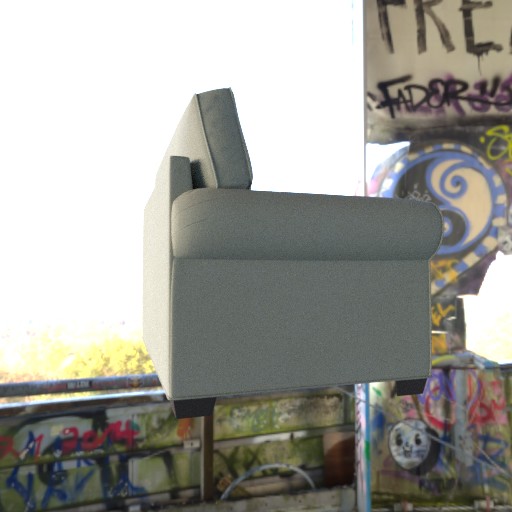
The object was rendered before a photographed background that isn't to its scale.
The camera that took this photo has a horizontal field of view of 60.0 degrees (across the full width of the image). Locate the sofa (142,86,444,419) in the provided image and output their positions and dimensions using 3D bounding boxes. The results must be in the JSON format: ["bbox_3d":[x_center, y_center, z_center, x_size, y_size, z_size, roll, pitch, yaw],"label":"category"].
[{"bbox_3d":[0.000,0.000,2.027,0.937,1.006,1.405,1,-2,-18],"label":"sofa"}]
